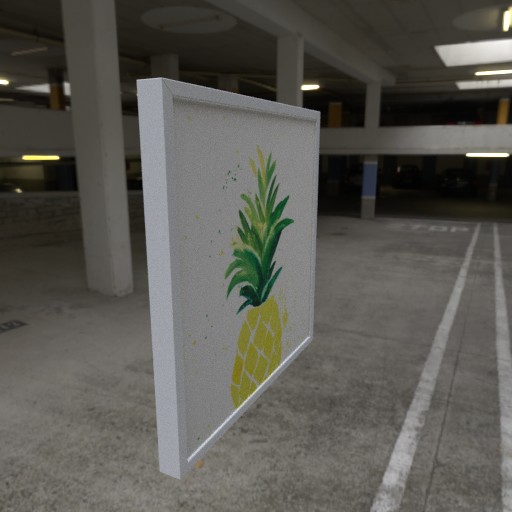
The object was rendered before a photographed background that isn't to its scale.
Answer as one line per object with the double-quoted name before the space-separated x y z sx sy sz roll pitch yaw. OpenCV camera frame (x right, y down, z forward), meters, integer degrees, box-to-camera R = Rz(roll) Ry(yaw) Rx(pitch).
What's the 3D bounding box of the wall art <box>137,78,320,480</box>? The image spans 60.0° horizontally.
"wall art" 0.000 0.000 0.763 0.035 0.507 0.508 7 15 27
